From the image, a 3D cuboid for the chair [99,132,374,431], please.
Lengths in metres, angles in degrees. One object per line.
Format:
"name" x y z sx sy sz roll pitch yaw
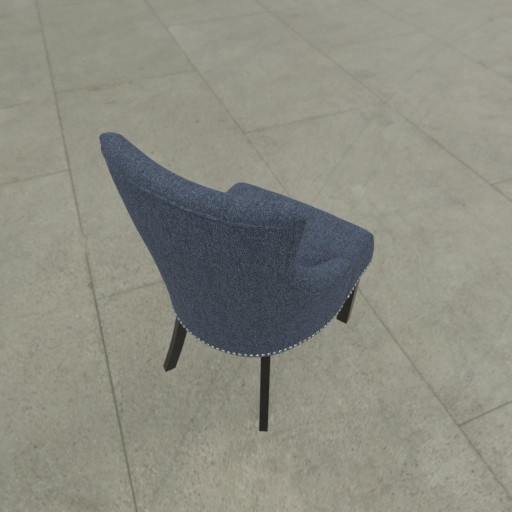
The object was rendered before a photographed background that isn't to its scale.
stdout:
"chair" 0.000 0.000 1.332 0.566 0.909 0.629 25 51 22
